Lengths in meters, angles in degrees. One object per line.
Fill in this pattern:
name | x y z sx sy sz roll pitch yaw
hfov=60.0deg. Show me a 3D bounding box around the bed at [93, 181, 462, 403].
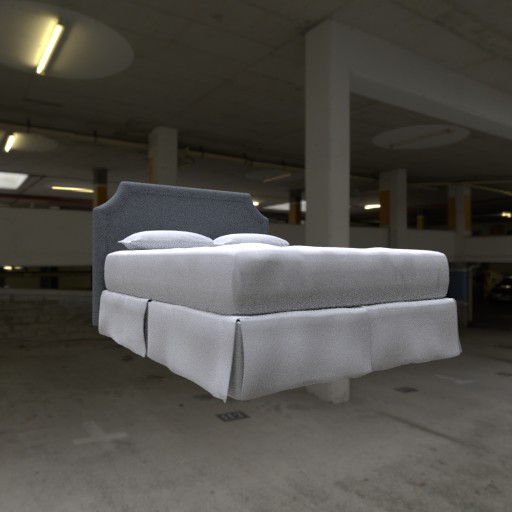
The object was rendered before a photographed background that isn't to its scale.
bed | 0.000 0.000 3.304 1.811 1.296 2.259 0 0 -35
